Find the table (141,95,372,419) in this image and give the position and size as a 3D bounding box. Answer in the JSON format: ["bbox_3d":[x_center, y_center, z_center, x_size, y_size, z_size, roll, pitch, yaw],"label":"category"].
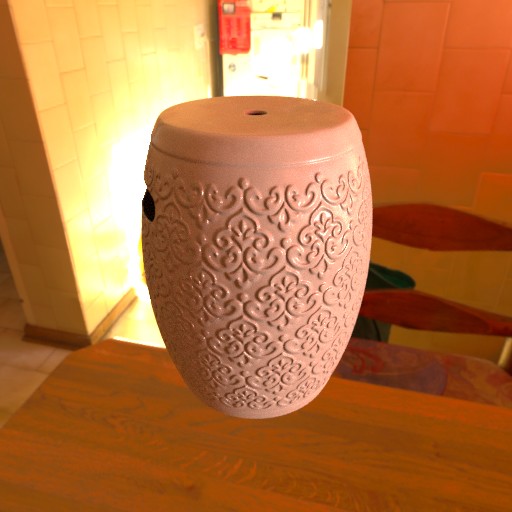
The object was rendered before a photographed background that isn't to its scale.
[{"bbox_3d":[0.000,0.000,0.625,0.309,0.397,0.309,0,30,0],"label":"table"}]
